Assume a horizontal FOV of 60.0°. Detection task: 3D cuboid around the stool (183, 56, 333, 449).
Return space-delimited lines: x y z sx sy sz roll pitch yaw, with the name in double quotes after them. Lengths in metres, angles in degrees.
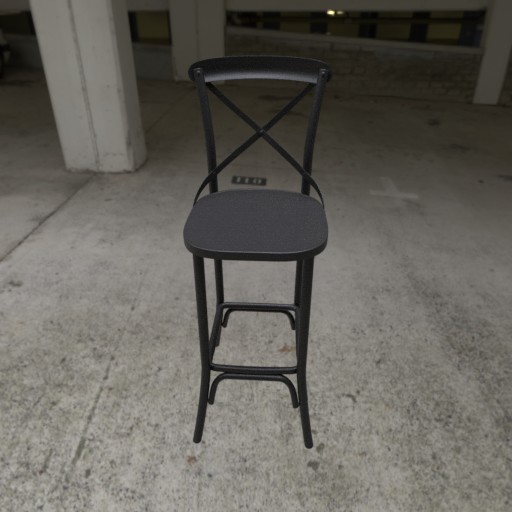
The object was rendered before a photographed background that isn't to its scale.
0.000 0.000 1.480 0.457 1.168 0.584 2 30 3 "stool"
